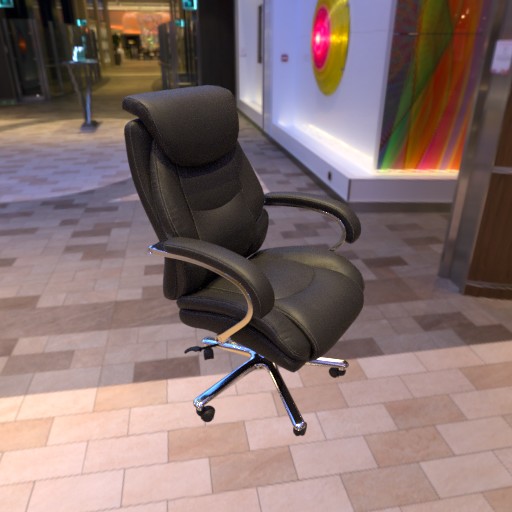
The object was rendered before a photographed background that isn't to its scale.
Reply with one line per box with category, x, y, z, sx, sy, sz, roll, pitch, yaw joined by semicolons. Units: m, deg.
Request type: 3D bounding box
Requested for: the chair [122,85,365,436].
chair;0.000;0.000;1.711;0.790;1.183;0.755;16;30;30
